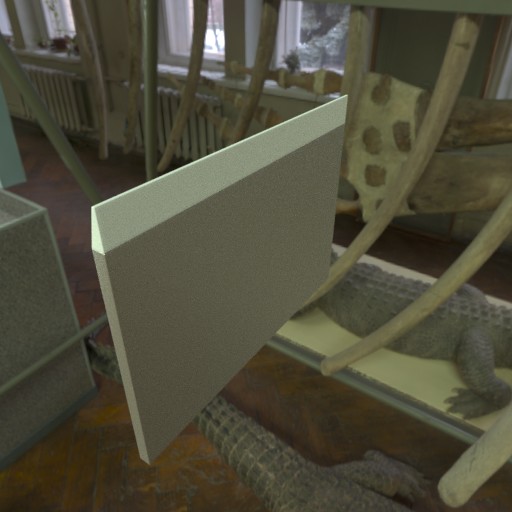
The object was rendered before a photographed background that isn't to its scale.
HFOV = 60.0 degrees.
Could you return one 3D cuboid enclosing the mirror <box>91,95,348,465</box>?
[{"bbox_3d":[0.000,0.000,1.120,0.030,0.630,0.870,20,38,29],"label":"mirror"}]
